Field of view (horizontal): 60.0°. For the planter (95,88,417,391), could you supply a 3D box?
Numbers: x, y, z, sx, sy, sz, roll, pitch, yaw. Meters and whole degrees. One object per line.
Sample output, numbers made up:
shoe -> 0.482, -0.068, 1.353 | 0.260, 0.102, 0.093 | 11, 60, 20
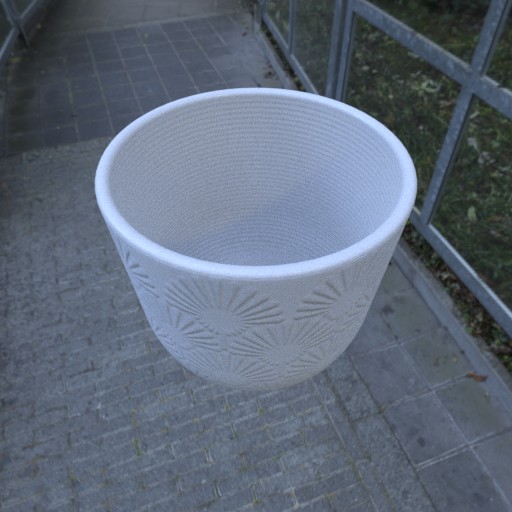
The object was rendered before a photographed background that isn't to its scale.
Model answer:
planter -> 0.000, 0.000, 0.293 | 0.170, 0.152, 0.170 | 0, 46, 0
